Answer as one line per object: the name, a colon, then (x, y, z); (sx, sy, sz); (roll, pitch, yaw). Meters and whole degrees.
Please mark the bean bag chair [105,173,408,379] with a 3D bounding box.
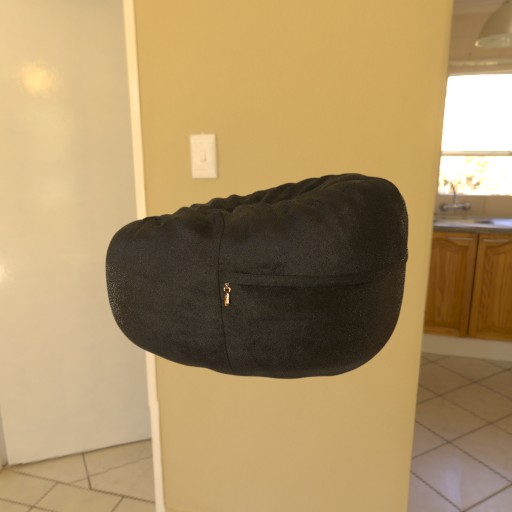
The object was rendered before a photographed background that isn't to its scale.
bean bag chair: (0.000, 0.000, 2.374); (1.524, 0.878, 1.524); (1, 13, 7)
